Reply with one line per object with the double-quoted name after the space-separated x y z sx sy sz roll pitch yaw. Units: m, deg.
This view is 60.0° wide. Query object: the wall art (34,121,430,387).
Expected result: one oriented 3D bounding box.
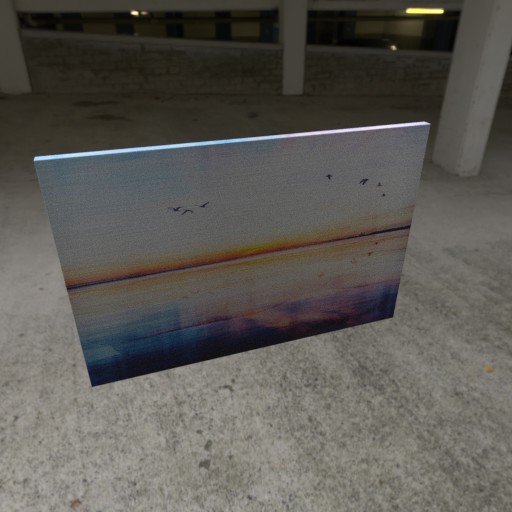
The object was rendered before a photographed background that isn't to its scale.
0.000 0.000 0.756 0.604 0.402 0.018 -10 31 -16 "wall art"
